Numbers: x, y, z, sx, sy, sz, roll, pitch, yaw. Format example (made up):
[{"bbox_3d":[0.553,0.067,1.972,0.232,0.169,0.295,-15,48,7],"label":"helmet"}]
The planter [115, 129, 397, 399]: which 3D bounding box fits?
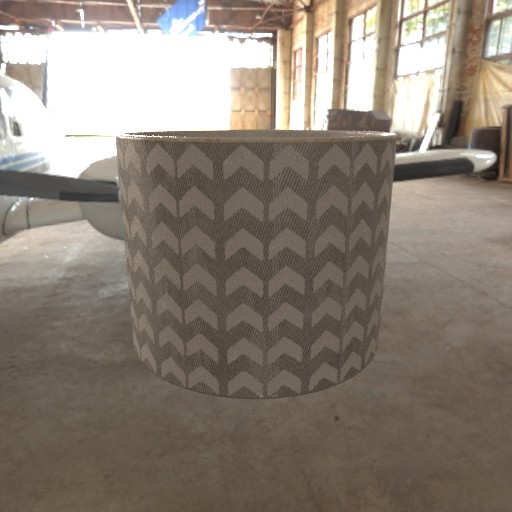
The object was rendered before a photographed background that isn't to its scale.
[{"bbox_3d":[0.000,0.000,0.338,0.190,0.181,0.190,0,17,0],"label":"planter"}]
